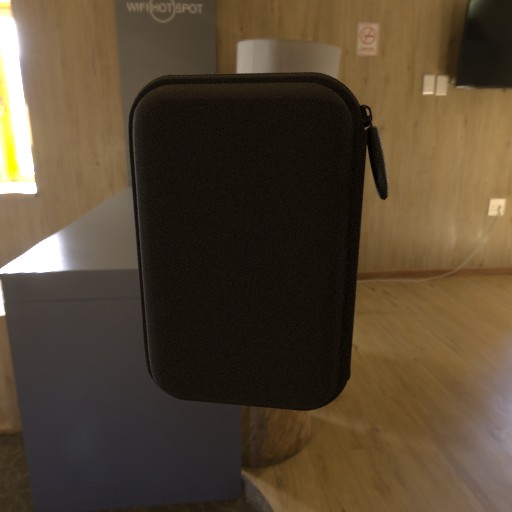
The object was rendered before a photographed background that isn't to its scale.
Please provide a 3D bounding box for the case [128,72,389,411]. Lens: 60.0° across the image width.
[{"bbox_3d":[0.000,0.000,0.192,0.107,0.147,0.030,2,16,8],"label":"case"}]
